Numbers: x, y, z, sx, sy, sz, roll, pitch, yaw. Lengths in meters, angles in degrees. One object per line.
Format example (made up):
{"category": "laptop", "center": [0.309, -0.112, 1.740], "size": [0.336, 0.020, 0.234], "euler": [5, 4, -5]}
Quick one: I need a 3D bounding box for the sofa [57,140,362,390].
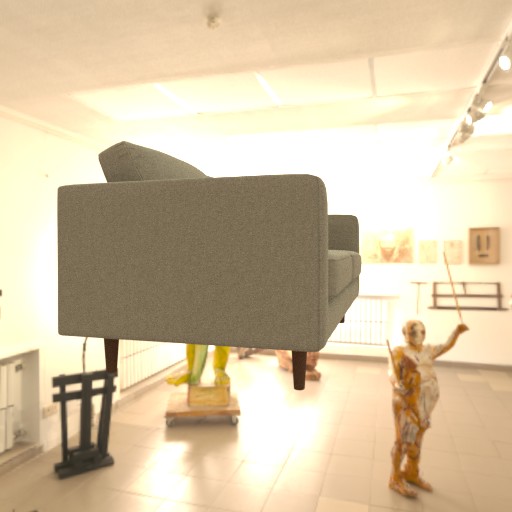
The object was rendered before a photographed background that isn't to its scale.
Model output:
{"category": "sofa", "center": [0.000, 0.000, 2.298], "size": [1.000, 0.900, 1.731], "euler": [0, 1, 17]}
